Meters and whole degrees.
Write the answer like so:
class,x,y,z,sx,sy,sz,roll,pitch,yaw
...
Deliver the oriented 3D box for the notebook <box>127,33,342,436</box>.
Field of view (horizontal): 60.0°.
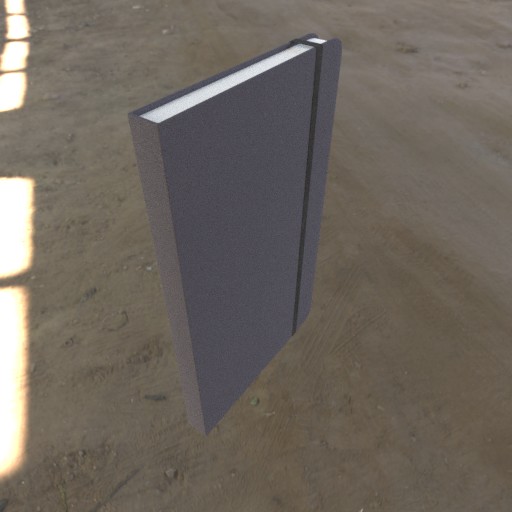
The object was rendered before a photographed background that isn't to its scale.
class,x,y,z,sx,sy,sz,roll,pitch,yaw
notebook,0.000,0.000,0.256,0.016,0.213,0.127,26,48,26
